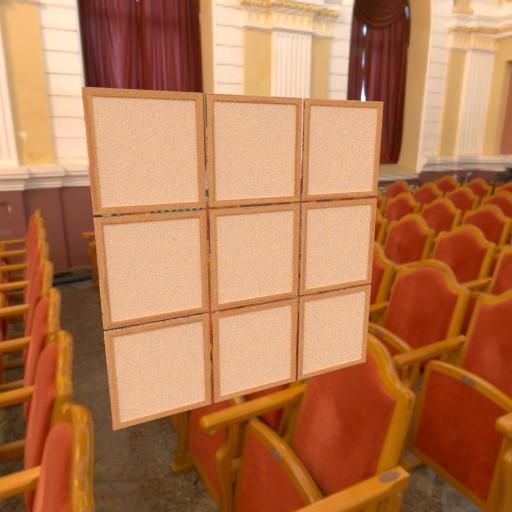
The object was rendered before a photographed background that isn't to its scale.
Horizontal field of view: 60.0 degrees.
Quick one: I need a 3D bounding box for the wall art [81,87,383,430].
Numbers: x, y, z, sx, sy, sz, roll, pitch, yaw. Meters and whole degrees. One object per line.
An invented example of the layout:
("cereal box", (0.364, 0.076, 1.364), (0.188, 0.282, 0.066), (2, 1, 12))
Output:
("wall art", (0.000, 0.000, 1.784), (1.206, 1.218, 0.013), (-7, 16, -26))
